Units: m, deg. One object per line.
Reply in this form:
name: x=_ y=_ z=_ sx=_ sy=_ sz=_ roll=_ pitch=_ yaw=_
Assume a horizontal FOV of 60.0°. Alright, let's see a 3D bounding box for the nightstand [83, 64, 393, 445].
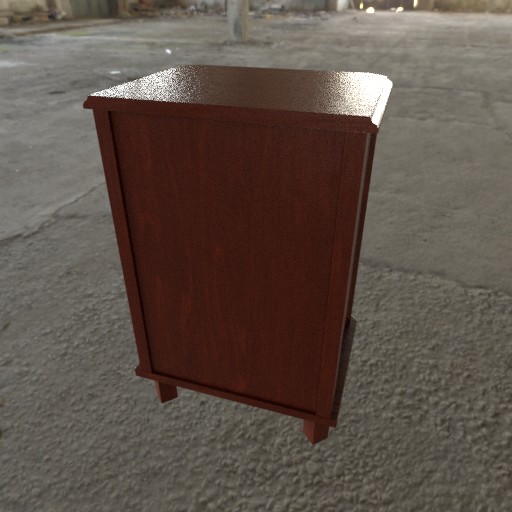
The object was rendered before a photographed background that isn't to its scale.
nightstand: x=0.000 y=0.000 z=0.921 sx=0.435 sy=0.681 sz=0.351 roll=10 pitch=32 yaw=15
